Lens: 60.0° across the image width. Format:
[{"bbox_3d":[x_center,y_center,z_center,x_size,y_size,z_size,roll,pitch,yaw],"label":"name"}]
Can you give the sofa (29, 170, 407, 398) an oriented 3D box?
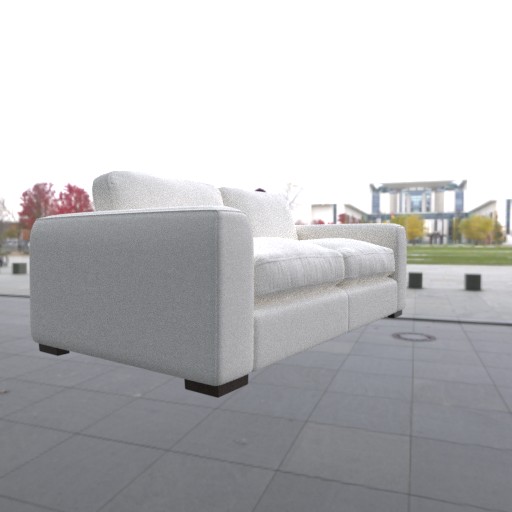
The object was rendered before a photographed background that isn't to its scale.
[{"bbox_3d":[0.000,0.000,2.374,1.069,0.801,1.920,1,2,35],"label":"sofa"}]
